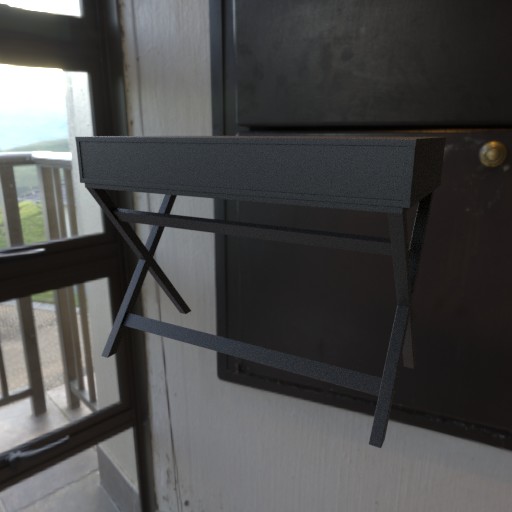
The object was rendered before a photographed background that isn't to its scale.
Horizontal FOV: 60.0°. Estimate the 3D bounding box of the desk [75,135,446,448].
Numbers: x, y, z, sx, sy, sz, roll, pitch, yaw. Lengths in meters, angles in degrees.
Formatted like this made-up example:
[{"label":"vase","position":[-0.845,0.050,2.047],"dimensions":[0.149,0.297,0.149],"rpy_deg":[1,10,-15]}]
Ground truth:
[{"label":"desk","position":[0.000,0.000,1.502],"dimensions":[1.057,0.780,0.504],"rpy_deg":[8,18,28]}]
